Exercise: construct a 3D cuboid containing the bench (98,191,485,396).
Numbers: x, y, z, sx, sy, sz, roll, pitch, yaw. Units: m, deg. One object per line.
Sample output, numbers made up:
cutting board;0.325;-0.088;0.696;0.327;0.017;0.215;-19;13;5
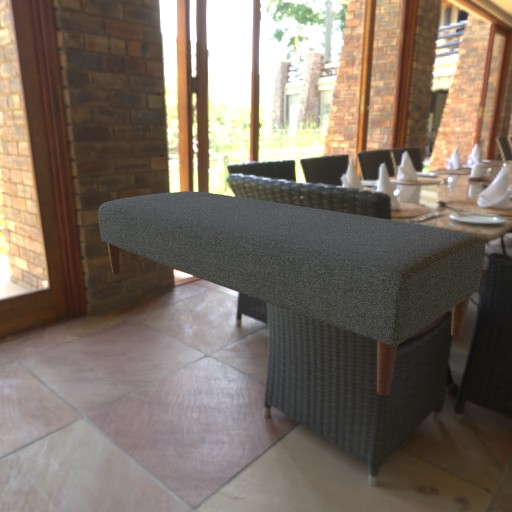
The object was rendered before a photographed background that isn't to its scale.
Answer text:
bench;0.000;0.000;1.857;1.598;0.384;0.631;15;22;43
